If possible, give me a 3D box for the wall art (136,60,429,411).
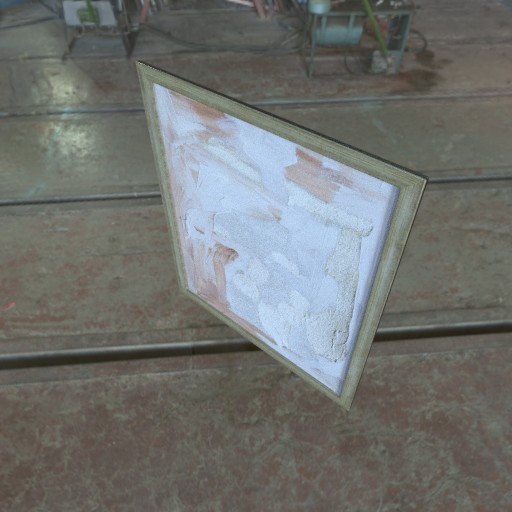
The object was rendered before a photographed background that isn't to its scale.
[{"bbox_3d":[0.000,0.000,0.786,0.483,0.559,0.009,31,53,26],"label":"wall art"}]
